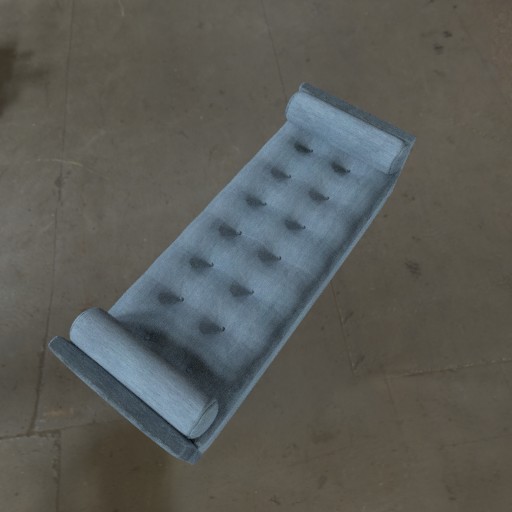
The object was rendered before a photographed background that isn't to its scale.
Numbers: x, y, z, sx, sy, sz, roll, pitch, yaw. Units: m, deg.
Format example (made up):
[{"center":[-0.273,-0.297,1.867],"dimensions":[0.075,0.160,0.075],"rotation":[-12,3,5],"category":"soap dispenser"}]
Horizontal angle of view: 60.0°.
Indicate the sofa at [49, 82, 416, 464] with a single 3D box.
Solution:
[{"center":[0.000,0.000,2.500],"dimensions":[0.796,0.705,2.102],"rotation":[33,67,16],"category":"sofa"}]
